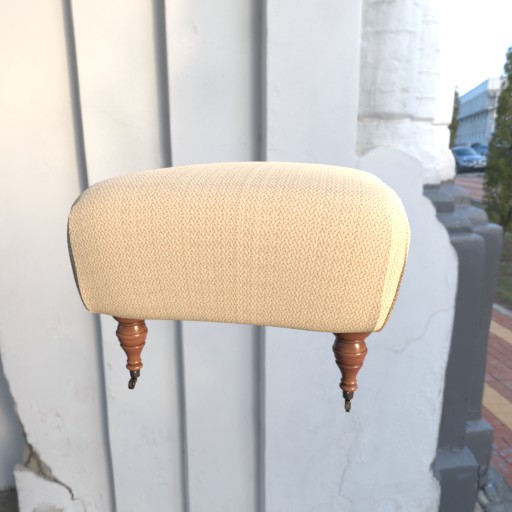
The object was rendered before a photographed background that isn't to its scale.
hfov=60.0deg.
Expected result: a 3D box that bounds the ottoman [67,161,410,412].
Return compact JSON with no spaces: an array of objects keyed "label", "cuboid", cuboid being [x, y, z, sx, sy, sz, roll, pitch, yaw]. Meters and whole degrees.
[{"label":"ottoman","cuboid":[0.000,0.000,1.077,0.622,0.447,0.684,3,14,10]}]
